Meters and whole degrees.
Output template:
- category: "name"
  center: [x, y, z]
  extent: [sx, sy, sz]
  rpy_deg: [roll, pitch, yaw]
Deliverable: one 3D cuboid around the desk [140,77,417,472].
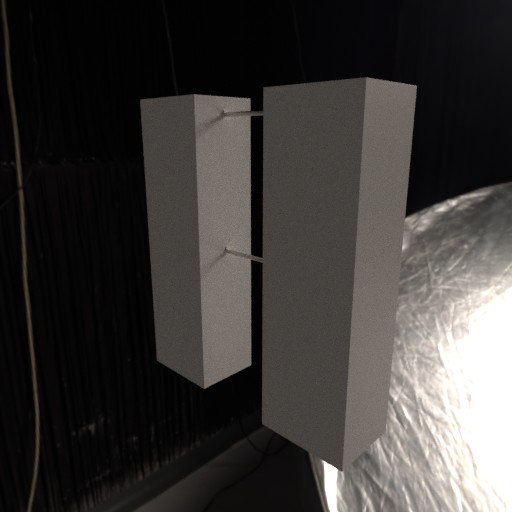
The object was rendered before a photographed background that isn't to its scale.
- category: "desk"
  center: [0.000, 0.000, 2.903]
  extent: [1.770, 2.000, 0.480]
  rpy_deg: [14, 21, 42]
